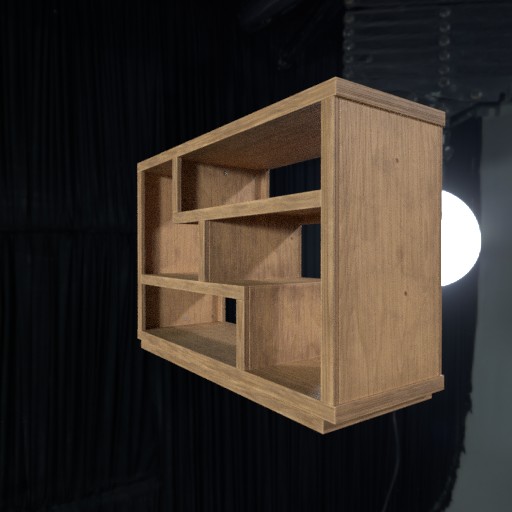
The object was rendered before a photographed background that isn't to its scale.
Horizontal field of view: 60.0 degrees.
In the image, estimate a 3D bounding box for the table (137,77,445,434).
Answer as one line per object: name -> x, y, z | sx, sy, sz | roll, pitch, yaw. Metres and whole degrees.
table -> 0.000, 0.000, 1.527 | 0.410, 0.771, 1.151 | 0, 1, -36
